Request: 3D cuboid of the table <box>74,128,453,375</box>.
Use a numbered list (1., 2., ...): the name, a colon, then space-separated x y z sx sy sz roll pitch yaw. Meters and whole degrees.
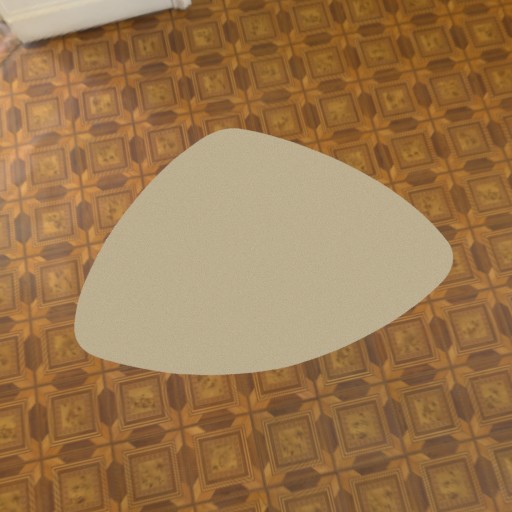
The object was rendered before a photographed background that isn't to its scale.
1. table: 0.000 0.000 1.690 1.250 0.440 0.850 -12 75 -3
